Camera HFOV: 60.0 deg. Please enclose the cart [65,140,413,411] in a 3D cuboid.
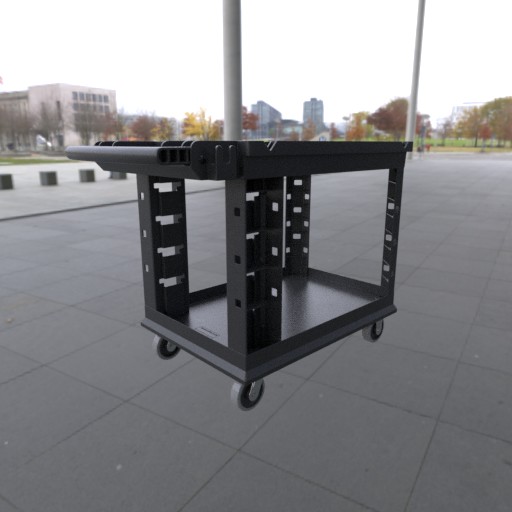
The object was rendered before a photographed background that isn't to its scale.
[{"bbox_3d":[0.000,0.000,1.763,1.239,0.884,0.674,-13,19,-42],"label":"cart"}]
